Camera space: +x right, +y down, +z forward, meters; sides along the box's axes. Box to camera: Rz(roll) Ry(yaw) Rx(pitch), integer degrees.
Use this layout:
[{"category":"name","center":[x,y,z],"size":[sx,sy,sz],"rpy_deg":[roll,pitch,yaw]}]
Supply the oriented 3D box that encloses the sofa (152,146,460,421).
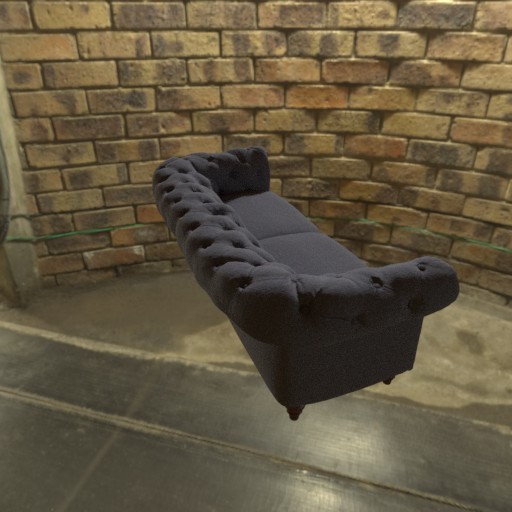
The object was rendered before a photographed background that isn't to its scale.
[{"category":"sofa","center":[0.000,0.000,2.863],"size":[1.046,0.836,2.335],"rpy_deg":[-11,31,-19]}]
